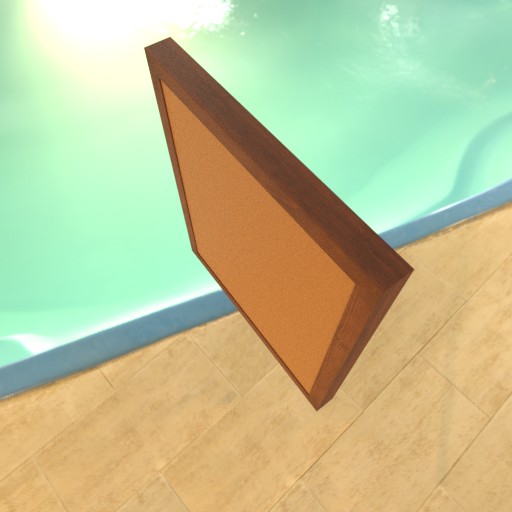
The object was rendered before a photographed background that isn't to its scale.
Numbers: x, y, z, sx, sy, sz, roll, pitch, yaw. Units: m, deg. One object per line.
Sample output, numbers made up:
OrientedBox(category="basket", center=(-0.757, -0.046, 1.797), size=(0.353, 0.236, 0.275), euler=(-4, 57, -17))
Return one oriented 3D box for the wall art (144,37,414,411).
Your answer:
OrientedBox(category="wall art", center=(0.000, 0.000, 0.534), size=(0.030, 0.381, 0.330), euler=(-32, 64, -18))
